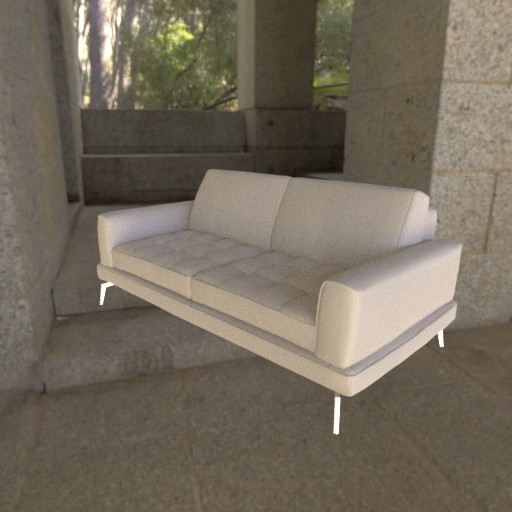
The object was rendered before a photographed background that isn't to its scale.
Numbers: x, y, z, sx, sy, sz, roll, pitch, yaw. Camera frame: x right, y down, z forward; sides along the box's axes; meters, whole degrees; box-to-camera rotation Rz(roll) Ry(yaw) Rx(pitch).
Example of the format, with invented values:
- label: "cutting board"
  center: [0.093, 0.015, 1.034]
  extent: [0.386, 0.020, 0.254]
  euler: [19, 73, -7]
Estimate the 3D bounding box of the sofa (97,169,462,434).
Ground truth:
- label: "sofa"
  center: [0.000, 0.000, 2.766]
  extent: [2.177, 0.930, 1.121]
  euler: [15, 22, 42]
